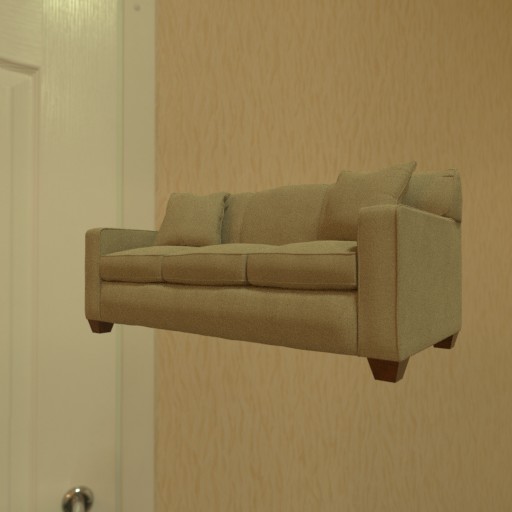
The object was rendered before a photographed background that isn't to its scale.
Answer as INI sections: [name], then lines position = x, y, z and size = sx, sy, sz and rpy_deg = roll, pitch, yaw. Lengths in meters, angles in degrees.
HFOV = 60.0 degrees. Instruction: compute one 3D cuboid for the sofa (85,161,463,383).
[sofa]
position = 0.000, 0.000, 2.550
size = 2.024, 0.958, 0.997
rpy_deg = -1, -1, 37
